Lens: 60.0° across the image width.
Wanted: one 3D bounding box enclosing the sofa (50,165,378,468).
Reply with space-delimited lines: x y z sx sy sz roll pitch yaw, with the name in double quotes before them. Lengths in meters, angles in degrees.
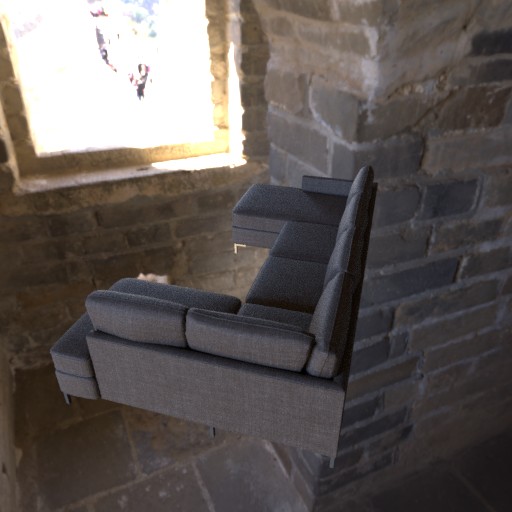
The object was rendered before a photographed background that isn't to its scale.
"sofa" 0.000 0.000 4.258 2.048 0.999 3.423 9 32 14
